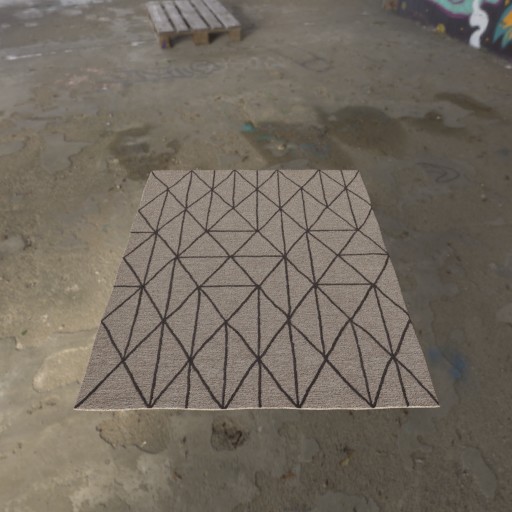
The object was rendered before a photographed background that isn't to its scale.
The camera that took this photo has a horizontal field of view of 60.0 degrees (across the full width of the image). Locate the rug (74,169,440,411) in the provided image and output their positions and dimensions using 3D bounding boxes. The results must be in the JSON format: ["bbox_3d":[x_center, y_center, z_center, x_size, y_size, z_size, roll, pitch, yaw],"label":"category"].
[{"bbox_3d":[0.000,0.000,4.081,2.468,0.022,3.061,0,42,0],"label":"rug"}]
